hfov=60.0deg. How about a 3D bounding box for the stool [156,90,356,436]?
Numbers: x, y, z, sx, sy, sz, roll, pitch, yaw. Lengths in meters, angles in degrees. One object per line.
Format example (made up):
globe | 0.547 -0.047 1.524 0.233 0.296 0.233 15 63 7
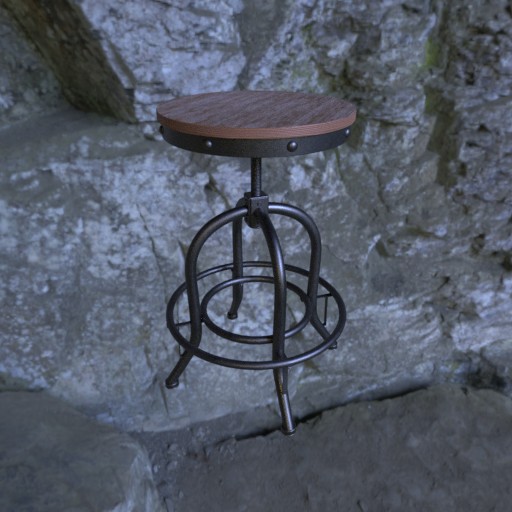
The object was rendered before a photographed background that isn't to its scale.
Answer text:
stool | 0.000 0.000 0.932 0.439 0.609 0.439 -9 30 -16
